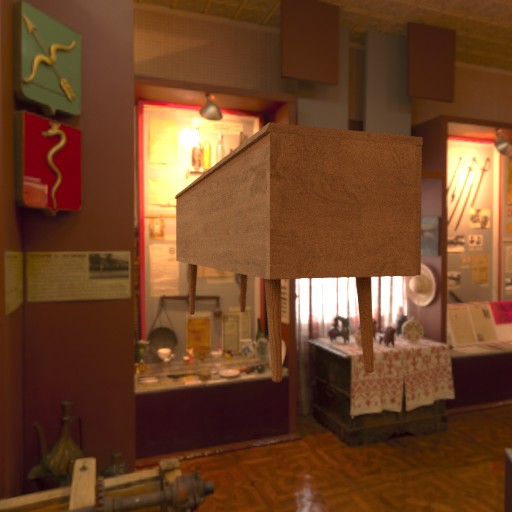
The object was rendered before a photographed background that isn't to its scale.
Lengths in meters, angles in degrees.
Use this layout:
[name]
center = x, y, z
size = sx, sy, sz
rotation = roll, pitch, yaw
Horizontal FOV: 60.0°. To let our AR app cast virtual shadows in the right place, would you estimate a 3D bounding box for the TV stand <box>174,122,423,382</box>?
[TV stand]
center = 0.000, 0.000, 1.584
size = 0.401, 0.565, 1.313
rotation = 0, 1, -19
